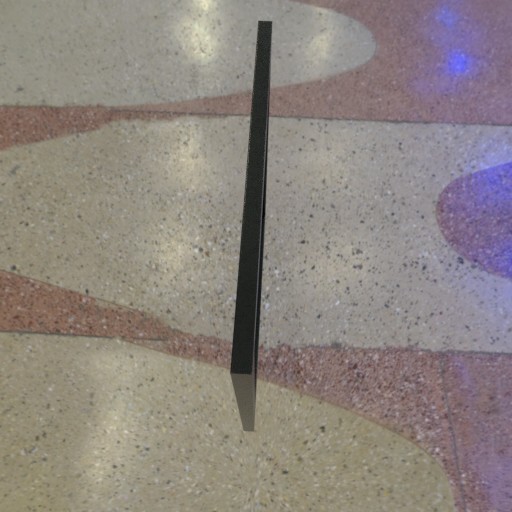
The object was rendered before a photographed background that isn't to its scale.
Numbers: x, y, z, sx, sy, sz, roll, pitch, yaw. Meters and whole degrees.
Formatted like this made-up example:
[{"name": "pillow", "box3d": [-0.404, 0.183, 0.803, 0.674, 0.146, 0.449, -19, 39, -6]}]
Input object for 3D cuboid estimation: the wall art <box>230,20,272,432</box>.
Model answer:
[{"name": "wall art", "box3d": [0.000, 0.000, 0.518, 0.014, 0.349, 0.349, 3, 63, 1]}]
